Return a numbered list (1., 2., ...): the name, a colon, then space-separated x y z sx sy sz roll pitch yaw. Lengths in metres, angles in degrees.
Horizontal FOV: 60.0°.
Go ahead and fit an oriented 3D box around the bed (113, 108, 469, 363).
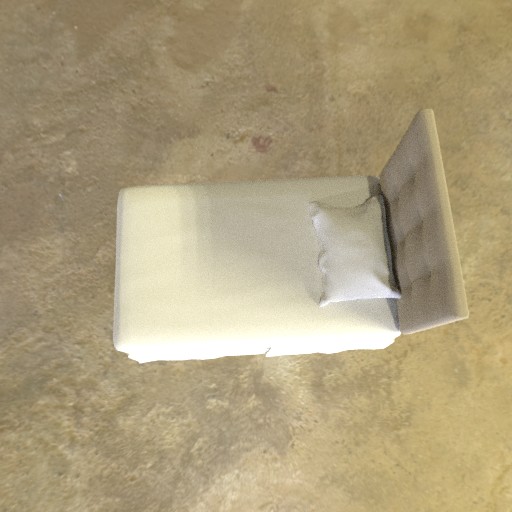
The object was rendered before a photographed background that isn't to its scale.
1. bed: 0.000 0.000 2.969 1.997 1.571 1.261 -3 75 -1
